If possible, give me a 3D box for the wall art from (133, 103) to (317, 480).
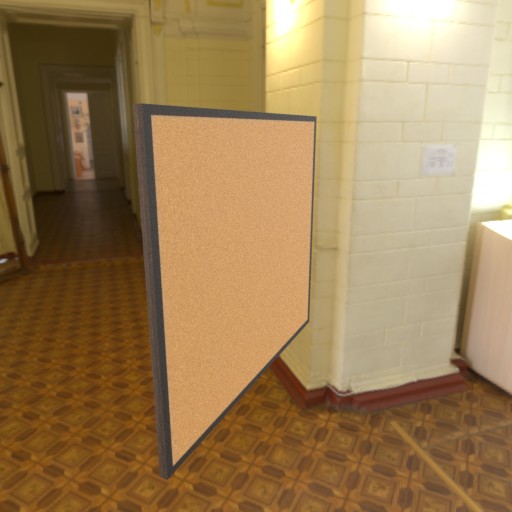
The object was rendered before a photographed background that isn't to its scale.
[{"bbox_3d":[0.000,0.000,1.417,0.023,0.875,1.033,8,18,25],"label":"wall art"}]
